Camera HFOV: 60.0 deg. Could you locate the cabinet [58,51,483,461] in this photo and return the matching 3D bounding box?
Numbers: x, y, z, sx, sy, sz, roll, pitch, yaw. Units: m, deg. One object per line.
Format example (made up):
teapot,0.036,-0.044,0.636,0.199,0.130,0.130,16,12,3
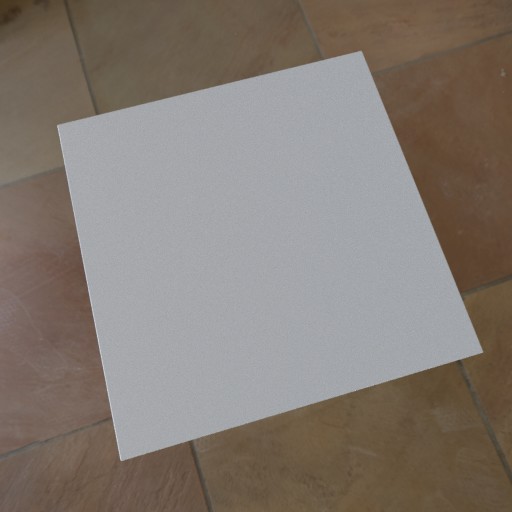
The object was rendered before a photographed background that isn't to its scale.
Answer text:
cabinet,0.000,0.000,1.252,0.800,0.460,0.800,-15,76,-4
